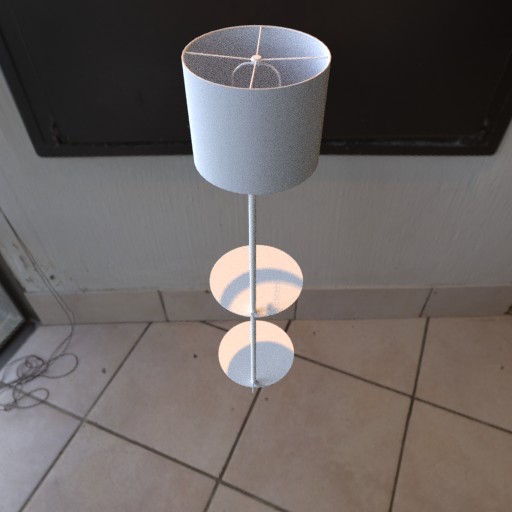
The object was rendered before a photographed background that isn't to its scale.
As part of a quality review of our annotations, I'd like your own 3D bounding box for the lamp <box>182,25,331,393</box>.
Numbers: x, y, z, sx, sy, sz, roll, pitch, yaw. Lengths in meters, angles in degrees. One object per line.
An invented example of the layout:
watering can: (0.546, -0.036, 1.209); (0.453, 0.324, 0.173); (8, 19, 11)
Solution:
lamp: (0.000, 0.000, 1.638); (0.372, 1.465, 0.405); (3, 47, 3)
